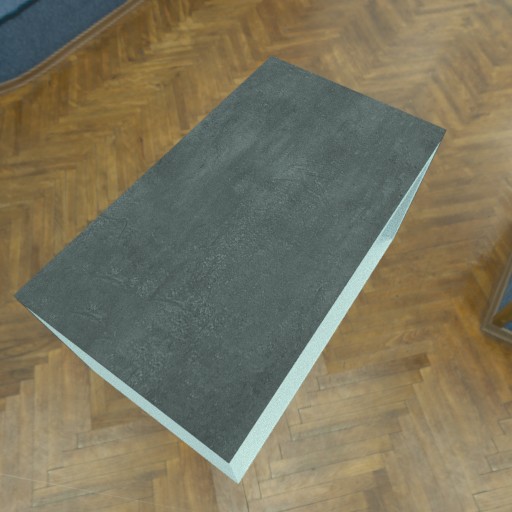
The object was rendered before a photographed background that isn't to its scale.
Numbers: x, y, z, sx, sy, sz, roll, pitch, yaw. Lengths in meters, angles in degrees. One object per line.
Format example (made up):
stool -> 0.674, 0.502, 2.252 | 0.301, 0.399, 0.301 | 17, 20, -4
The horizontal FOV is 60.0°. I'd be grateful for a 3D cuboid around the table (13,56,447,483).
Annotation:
table -> 0.000, 0.000, 0.902 | 0.400, 0.350, 0.700 | 31, 64, 17
